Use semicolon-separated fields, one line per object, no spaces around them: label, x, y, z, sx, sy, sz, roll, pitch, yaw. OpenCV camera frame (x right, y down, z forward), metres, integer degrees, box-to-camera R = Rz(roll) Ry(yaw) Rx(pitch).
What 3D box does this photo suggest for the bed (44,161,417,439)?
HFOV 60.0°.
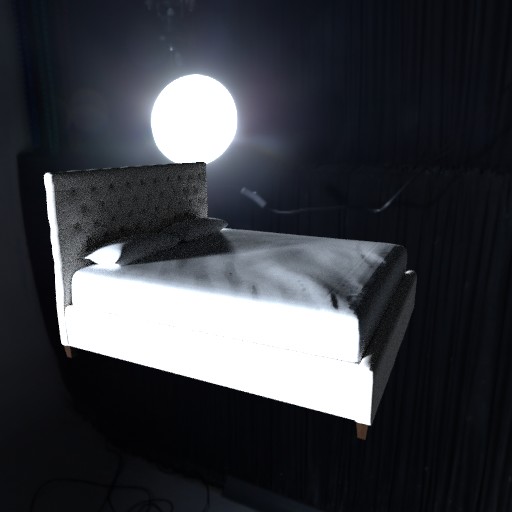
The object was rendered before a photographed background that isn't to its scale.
bed;0.000;0.000;3.688;2.387;1.427;2.078;7;16;25
